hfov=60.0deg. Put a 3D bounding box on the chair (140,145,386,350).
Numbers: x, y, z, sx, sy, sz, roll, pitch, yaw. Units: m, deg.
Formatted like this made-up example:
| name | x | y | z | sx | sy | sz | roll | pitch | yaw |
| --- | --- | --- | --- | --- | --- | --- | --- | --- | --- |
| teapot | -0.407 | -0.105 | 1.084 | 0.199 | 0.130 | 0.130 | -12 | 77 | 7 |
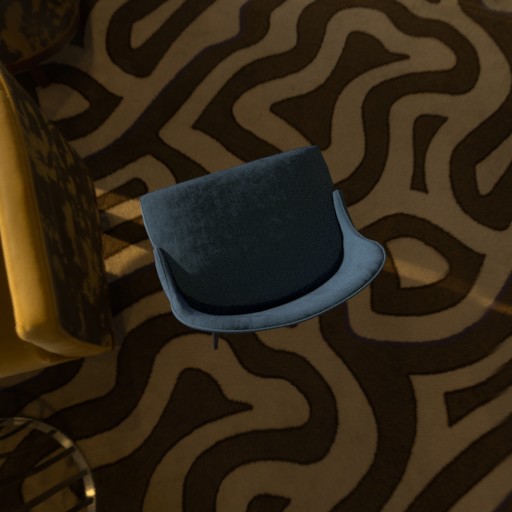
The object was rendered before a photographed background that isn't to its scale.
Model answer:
| name | x | y | z | sx | sy | sz | roll | pitch | yaw |
| --- | --- | --- | --- | --- | --- | --- | --- | --- | --- |
| chair | 0.000 | 0.000 | 1.232 | 0.526 | 0.927 | 0.489 | -17 | 76 | -4 |
